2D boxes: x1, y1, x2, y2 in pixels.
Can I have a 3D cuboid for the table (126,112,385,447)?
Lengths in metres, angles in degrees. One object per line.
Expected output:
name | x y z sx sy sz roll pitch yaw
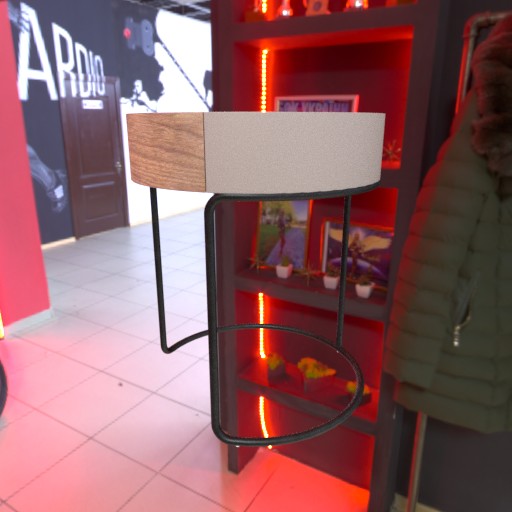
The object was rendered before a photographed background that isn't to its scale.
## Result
table | 0.000 0.000 0.870 0.450 0.530 0.450 0 17 0
